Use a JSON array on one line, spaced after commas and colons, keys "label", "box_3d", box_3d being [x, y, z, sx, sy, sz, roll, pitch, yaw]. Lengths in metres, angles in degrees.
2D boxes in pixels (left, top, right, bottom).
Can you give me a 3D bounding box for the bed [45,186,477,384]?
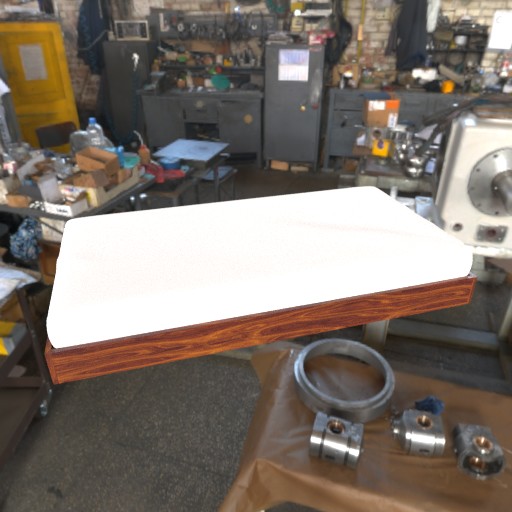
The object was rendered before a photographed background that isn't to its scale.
[{"label": "bed", "box_3d": [0.000, 0.000, 2.212, 1.860, 0.312, 0.940, -8, 30, -14]}]
